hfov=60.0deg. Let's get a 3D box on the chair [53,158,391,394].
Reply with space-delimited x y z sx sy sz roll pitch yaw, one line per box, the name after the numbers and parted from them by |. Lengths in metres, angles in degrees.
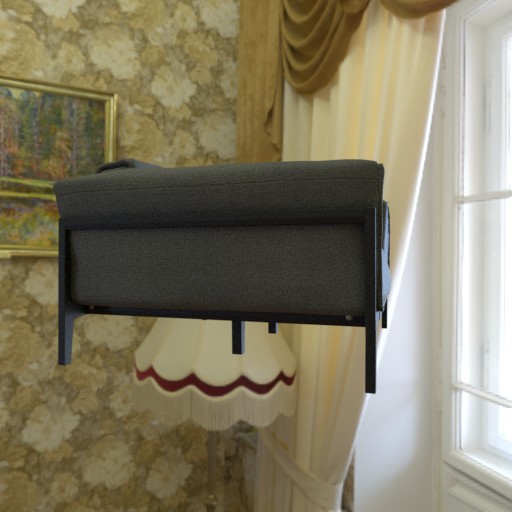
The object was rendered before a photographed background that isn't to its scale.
0.000 0.000 1.660 0.969 0.646 1.056 0 0 18 | chair
